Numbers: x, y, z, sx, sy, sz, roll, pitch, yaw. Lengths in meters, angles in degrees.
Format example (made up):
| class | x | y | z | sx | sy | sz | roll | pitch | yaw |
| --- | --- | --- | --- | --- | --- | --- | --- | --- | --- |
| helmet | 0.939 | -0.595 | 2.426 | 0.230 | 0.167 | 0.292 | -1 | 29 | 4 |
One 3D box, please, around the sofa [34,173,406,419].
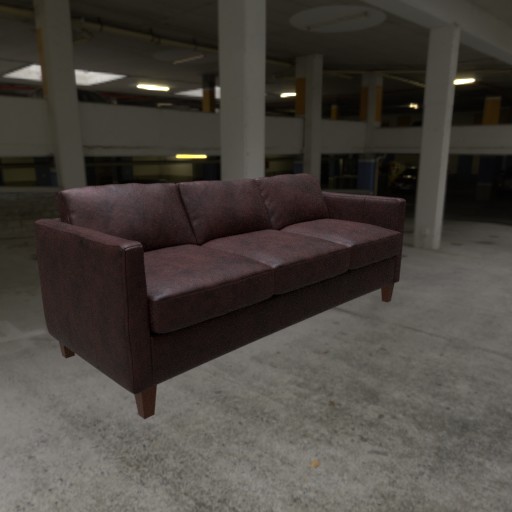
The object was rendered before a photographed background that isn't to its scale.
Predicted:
| class | x | y | z | sx | sy | sz | roll | pitch | yaw |
| --- | --- | --- | --- | --- | --- | --- | --- | --- | --- |
| sofa | 0.000 | 0.000 | 2.991 | 1.045 | 1.006 | 2.464 | 13 | 19 | 43 |
